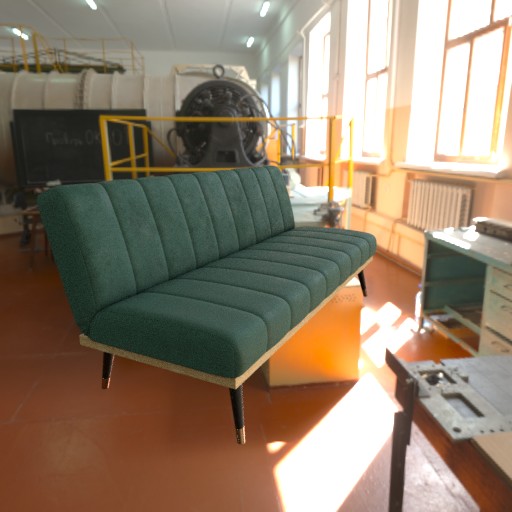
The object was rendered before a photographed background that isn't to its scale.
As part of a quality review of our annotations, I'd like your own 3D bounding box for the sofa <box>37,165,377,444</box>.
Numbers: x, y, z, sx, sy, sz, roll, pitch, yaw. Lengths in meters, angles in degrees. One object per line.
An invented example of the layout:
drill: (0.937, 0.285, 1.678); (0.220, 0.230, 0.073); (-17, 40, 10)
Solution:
sofa: (0.000, 0.000, 2.246); (0.830, 0.820, 1.810); (7, 16, 27)
